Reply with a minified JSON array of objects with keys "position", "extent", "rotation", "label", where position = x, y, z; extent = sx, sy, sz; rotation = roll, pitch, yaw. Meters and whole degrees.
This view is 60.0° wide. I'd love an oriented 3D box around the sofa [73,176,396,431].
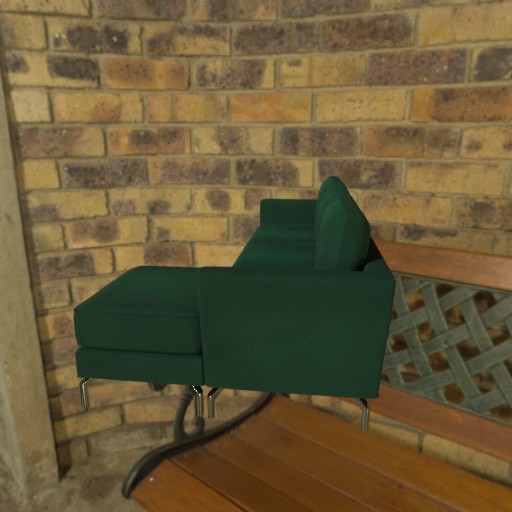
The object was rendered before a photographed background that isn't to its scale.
[{"position":[0.000,0.000,3.134],"extent":[1.489,1.007,2.441],"rotation":[2,15,7],"label":"sofa"}]
